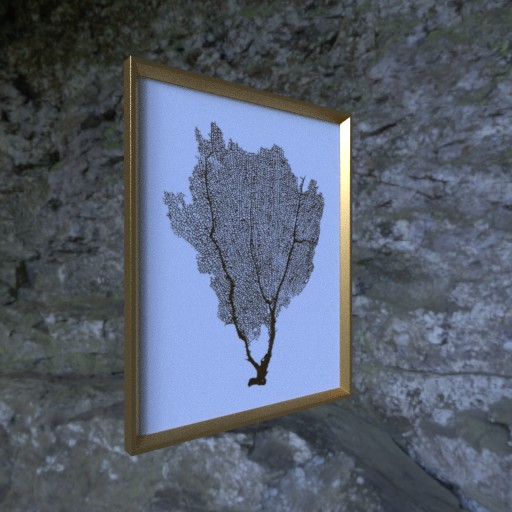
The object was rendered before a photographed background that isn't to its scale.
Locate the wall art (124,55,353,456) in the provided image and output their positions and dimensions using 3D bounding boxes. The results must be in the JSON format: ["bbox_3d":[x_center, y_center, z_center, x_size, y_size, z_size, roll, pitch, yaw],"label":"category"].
[{"bbox_3d":[0.000,0.000,1.033,0.610,0.762,0.038,0,0,-35],"label":"wall art"}]
